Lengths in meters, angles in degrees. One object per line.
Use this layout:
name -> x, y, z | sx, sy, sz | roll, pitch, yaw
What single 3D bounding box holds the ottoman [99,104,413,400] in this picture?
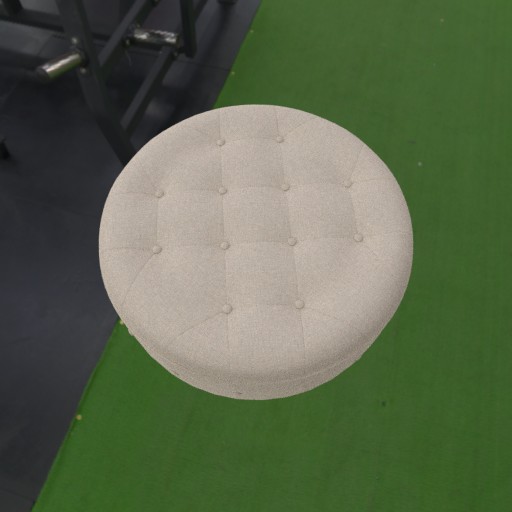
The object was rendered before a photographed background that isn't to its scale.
ottoman -> 0.000, 0.000, 1.362 | 0.848, 0.494, 0.848 | 0, 62, 0
